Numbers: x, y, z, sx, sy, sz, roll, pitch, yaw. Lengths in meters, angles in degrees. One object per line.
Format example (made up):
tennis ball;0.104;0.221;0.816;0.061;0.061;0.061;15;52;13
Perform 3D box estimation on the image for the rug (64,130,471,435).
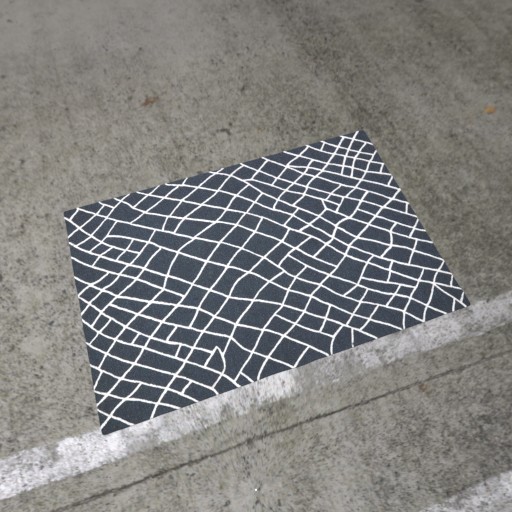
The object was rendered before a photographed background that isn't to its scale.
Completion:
rug;0.000;0.000;2.316;1.830;0.013;1.223;-17;64;-9
